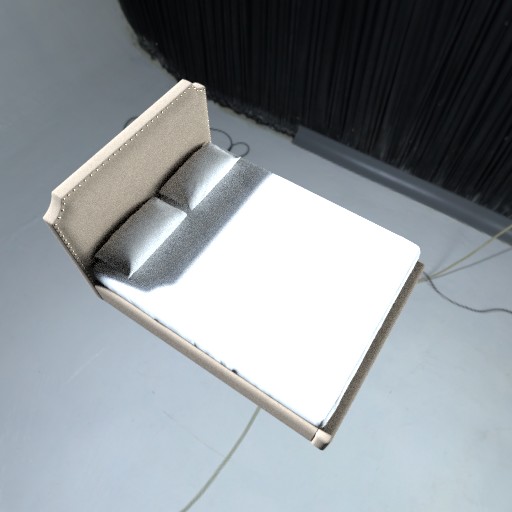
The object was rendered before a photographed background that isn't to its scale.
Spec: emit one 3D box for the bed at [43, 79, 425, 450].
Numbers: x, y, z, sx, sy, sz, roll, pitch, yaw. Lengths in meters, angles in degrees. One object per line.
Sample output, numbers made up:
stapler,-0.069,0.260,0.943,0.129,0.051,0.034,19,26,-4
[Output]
bed,0.000,0.000,3.497,2.329,1.415,1.703,30,63,17
